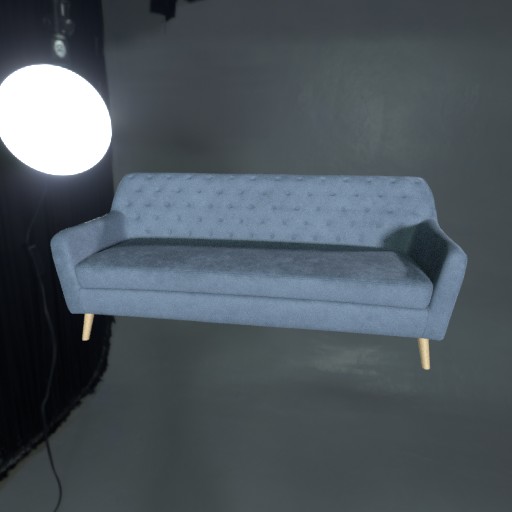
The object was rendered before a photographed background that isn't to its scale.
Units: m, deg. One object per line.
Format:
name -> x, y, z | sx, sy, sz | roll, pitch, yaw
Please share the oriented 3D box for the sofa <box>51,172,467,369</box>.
sofa -> 0.000, 0.000, 2.432 | 1.975, 0.832, 0.841 | 3, 15, 10
